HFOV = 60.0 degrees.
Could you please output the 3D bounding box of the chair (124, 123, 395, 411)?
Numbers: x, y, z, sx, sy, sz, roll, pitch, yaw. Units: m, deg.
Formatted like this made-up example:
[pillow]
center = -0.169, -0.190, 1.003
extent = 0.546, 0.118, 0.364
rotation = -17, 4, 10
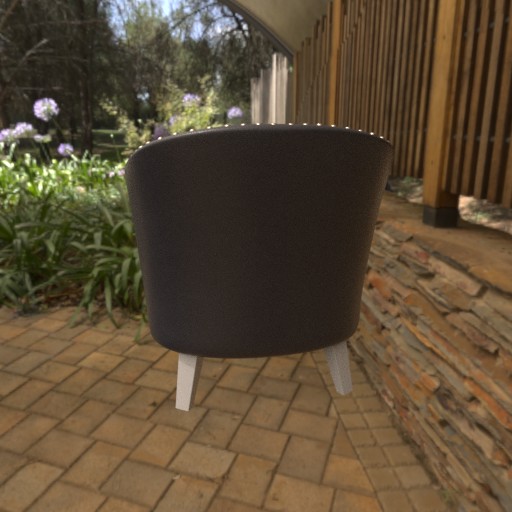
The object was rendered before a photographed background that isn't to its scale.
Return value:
[chair]
center = 0.000, 0.000, 1.471
extent = 0.794, 0.823, 0.748
rotation = -3, 15, -10
